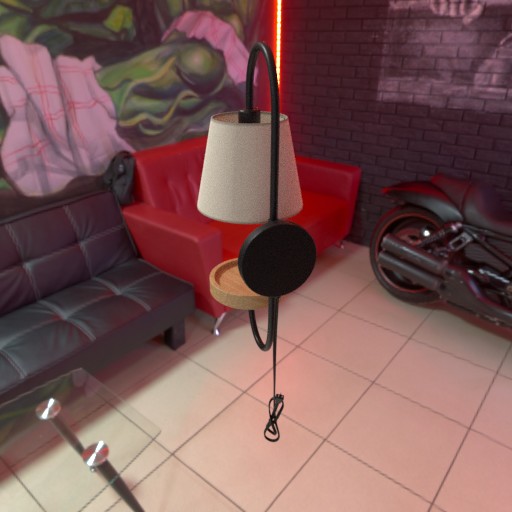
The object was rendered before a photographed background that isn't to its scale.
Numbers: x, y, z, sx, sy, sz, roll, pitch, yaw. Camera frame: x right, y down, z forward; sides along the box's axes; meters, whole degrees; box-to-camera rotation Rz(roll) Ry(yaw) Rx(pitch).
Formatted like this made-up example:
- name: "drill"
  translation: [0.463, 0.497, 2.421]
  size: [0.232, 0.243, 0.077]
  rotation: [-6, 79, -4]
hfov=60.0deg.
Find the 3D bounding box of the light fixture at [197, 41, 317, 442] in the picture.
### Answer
- name: "light fixture"
  translation: [0.000, 0.000, 0.940]
  size: [0.220, 0.821, 0.299]
  rotation: [-8, 28, -16]
